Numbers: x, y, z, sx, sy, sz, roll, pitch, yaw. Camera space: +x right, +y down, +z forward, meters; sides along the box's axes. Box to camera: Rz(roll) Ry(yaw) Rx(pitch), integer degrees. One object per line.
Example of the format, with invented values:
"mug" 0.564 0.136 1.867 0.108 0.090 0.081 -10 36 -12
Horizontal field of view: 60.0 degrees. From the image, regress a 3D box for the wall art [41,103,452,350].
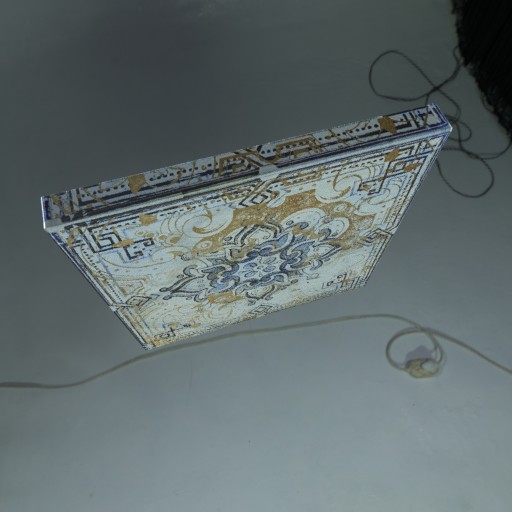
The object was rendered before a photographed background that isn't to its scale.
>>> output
"wall art" 0.000 0.000 0.617 0.411 0.410 0.038 -15 64 -8
